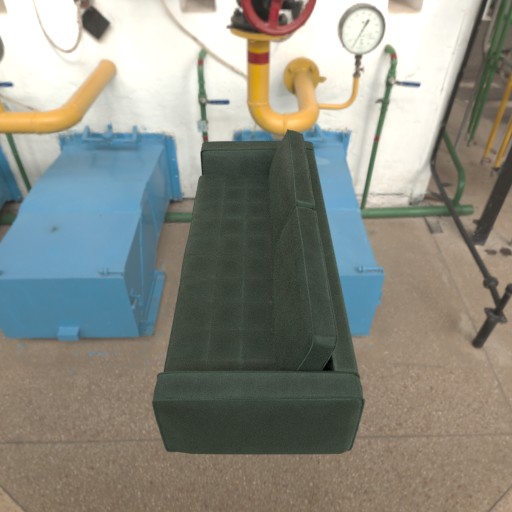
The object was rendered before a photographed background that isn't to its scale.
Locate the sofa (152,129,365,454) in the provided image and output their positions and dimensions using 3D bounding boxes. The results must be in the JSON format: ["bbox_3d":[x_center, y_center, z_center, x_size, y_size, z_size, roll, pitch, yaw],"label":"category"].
[{"bbox_3d":[0.000,0.000,2.689,0.886,0.781,2.214,0,41,0],"label":"sofa"}]
